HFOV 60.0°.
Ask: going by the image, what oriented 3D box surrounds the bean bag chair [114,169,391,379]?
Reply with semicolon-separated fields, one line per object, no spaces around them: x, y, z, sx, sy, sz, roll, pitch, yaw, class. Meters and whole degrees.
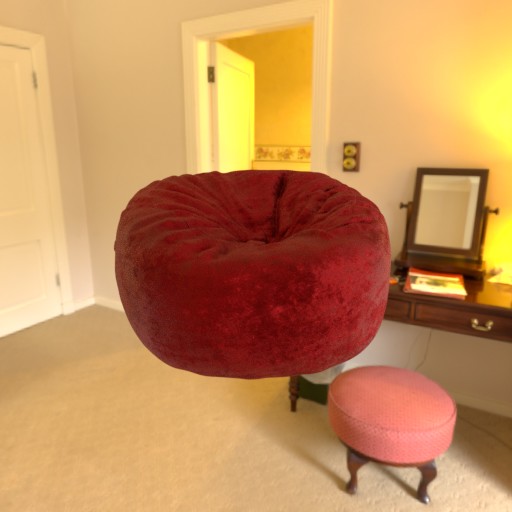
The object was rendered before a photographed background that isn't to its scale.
0.000;0.000;2.444;1.524;0.878;1.524;-2;15;-7;bean bag chair
